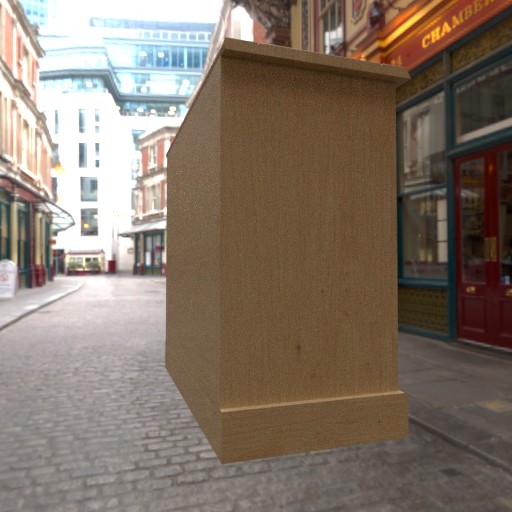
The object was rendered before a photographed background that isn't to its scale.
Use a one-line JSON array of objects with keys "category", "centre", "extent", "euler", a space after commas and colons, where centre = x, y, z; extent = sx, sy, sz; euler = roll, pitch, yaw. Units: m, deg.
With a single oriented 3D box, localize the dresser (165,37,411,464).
[{"category": "dresser", "centre": [0.000, 0.000, 1.363], "extent": [0.440, 0.835, 0.915], "euler": [1, -2, -18]}]
